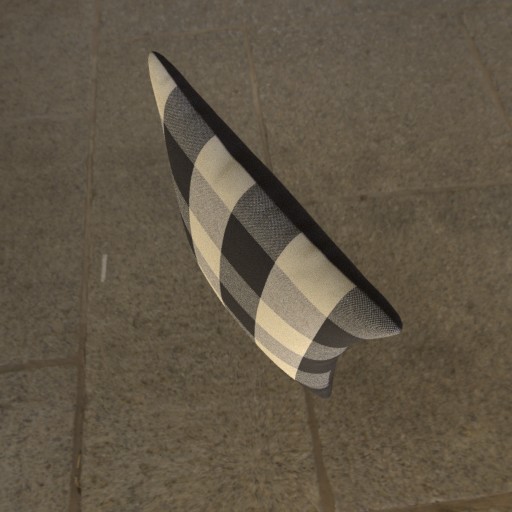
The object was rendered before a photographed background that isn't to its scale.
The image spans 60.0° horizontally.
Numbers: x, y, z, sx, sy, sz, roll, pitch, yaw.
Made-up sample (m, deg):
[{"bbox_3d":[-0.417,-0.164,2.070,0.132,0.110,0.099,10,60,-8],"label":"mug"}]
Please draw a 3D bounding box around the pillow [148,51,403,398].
[{"bbox_3d":[0.000,0.000,0.776,0.161,0.509,0.511,-34,69,-15],"label":"pillow"}]
